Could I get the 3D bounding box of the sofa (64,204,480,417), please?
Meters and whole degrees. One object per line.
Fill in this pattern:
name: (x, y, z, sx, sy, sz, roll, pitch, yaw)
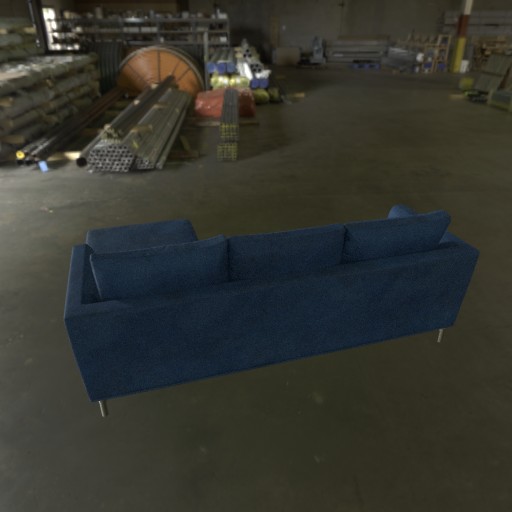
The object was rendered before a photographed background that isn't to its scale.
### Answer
sofa: (0.000, 0.000, 3.238, 2.438, 0.987, 1.622, -8, 29, -15)
